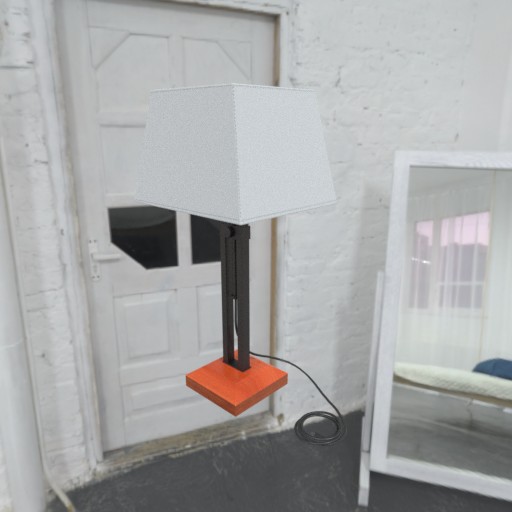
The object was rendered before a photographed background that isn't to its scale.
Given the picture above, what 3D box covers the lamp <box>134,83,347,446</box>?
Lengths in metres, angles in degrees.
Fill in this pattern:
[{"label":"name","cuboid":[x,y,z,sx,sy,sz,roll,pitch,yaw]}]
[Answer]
[{"label":"lamp","cuboid":[0.000,0.000,1.012,0.498,0.737,0.310,16,23,42]}]
